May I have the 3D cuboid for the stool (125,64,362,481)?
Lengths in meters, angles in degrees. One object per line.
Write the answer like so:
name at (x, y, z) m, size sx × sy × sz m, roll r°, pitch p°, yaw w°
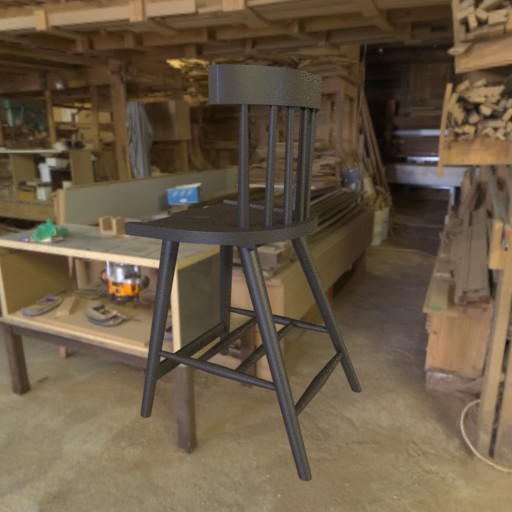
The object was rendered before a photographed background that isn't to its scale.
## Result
stool at (0.000, 0.000, 1.265) m, size 0.549 × 0.953 × 0.494 m, roll 8°, pitch 18°, yaw 28°
